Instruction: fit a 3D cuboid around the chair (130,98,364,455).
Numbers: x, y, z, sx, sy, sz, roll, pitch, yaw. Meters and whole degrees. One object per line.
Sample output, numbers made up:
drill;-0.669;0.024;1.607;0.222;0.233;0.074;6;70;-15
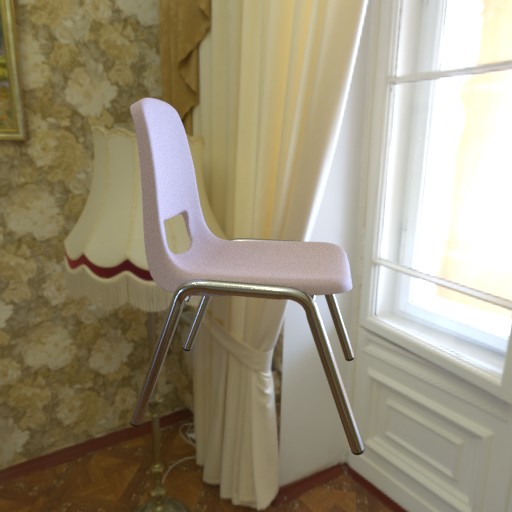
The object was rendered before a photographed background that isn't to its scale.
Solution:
chair;0.000;0.000;0.865;0.423;0.586;0.354;2;15;9
